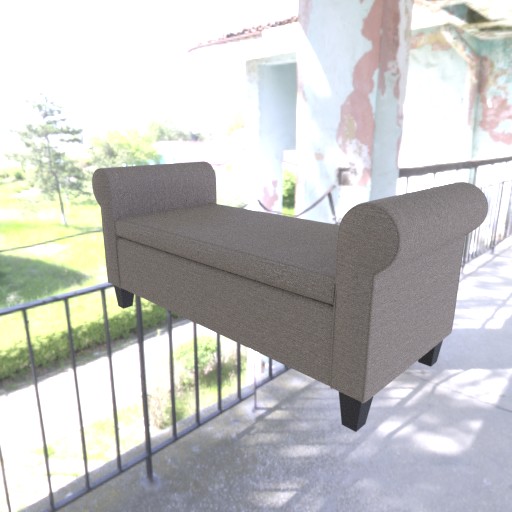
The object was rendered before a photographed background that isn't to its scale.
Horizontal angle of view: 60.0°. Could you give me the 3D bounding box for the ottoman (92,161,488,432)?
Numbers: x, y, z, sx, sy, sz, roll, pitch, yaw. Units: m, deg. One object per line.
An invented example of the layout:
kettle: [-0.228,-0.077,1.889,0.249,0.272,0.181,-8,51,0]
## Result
ottoman: [0.000,0.000,1.496,1.256,0.547,0.521,15,22,42]
